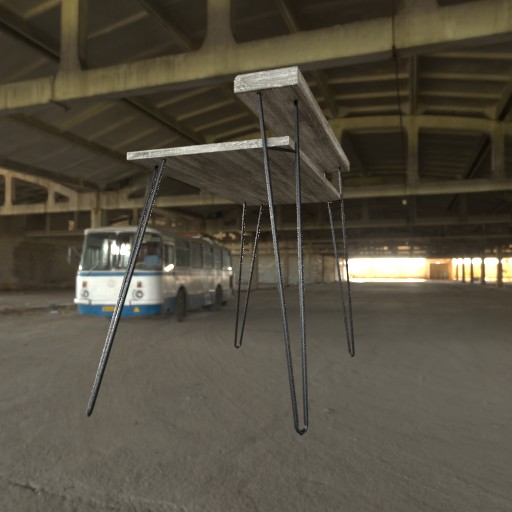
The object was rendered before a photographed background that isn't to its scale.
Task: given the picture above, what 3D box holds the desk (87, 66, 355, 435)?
[{"bbox_3d":[0.000,0.000,1.650,0.605,0.899,1.135,-1,-2,19],"label":"desk"}]
